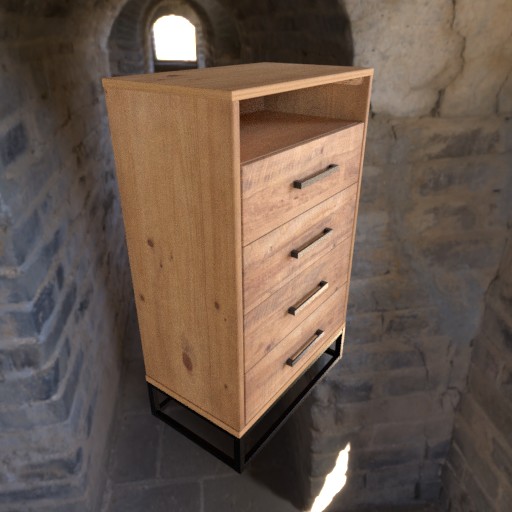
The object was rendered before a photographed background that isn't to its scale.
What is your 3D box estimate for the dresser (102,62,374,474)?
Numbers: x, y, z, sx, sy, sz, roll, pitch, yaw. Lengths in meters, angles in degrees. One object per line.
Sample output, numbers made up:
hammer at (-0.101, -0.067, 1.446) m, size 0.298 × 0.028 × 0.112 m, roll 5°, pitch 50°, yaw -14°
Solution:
dresser at (0.000, 0.000, 1.616) m, size 0.479 × 1.240 × 0.761 m, roll 19°, pitch 33°, yaw 32°
